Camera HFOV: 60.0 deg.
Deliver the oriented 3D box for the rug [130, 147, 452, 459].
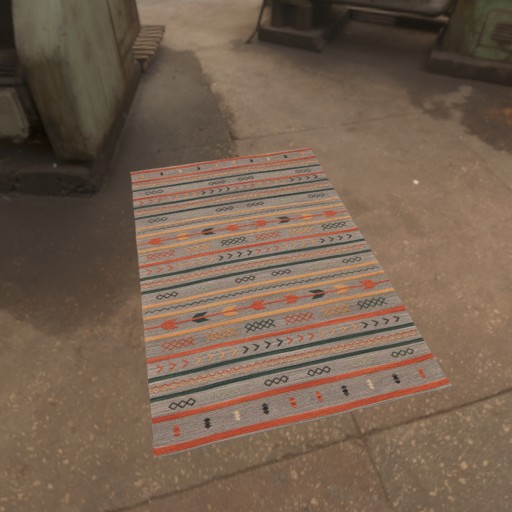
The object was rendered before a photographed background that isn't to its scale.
[{"bbox_3d":[0.000,0.000,2.339,1.220,0.017,1.835,-10,47,-9],"label":"rug"}]
